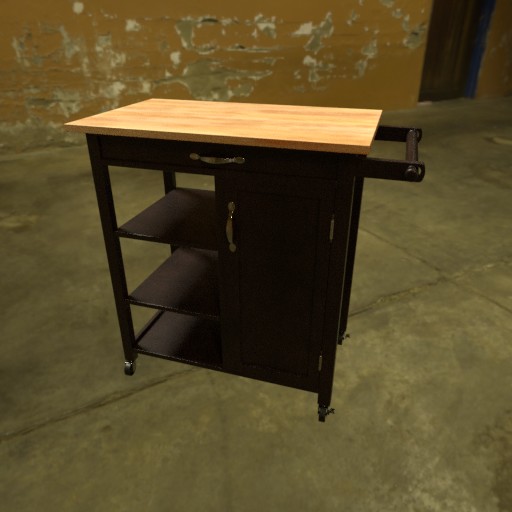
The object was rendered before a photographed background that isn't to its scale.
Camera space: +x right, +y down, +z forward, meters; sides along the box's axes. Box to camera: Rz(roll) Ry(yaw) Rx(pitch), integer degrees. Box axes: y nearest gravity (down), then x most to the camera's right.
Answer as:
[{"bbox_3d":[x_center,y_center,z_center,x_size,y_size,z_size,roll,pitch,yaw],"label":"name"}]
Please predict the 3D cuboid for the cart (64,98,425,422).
[{"bbox_3d":[0.000,0.000,1.450,0.914,0.878,0.472,8,29,15],"label":"cart"}]
